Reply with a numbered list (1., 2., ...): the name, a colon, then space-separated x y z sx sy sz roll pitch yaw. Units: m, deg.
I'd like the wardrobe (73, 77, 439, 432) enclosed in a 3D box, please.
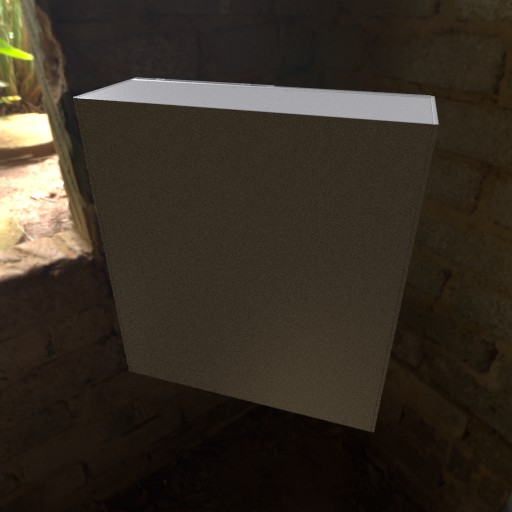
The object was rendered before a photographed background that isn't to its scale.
1. wardrobe: 0.000 0.000 2.817 1.780 1.960 0.629 9 32 15
